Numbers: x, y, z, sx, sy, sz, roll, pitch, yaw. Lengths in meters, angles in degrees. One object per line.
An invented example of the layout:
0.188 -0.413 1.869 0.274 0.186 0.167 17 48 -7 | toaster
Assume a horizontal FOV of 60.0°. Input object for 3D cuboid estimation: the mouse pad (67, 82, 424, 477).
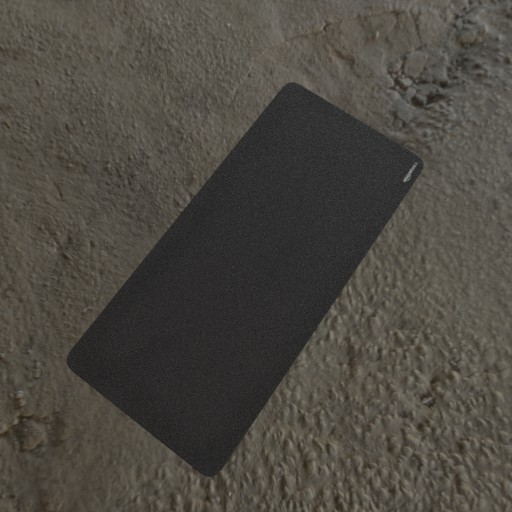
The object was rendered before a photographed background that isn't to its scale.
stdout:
0.000 0.000 1.056 0.424 0.003 0.907 34 77 9 | mouse pad
